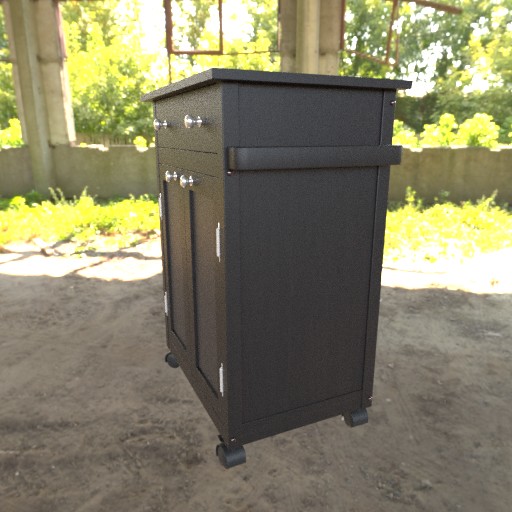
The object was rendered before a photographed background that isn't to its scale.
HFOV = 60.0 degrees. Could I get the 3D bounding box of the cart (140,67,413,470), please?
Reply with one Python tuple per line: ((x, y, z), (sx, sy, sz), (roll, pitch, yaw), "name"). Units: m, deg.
((0.000, 0.000, 1.240), (0.456, 0.879, 0.660), (-7, 17, -24), "cart")
